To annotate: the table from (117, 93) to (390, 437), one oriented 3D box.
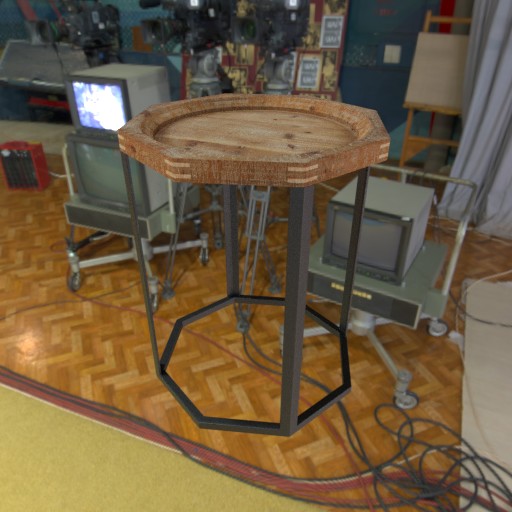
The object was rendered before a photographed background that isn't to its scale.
[{"bbox_3d":[0.000,0.000,0.895,0.458,0.543,0.458,-9,32,-14],"label":"table"}]
